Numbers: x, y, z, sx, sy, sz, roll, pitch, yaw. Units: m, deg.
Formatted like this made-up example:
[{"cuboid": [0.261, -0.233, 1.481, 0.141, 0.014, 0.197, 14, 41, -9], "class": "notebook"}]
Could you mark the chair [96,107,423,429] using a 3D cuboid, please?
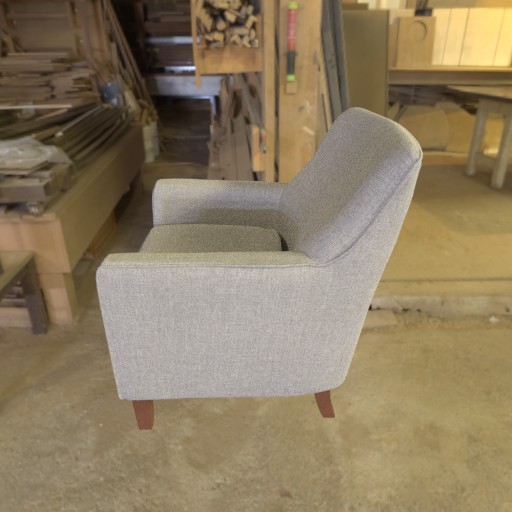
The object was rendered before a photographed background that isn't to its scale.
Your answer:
[{"cuboid": [0.000, 0.000, 1.763, 0.993, 1.047, 0.887, 0, 26, 0], "class": "chair"}]
